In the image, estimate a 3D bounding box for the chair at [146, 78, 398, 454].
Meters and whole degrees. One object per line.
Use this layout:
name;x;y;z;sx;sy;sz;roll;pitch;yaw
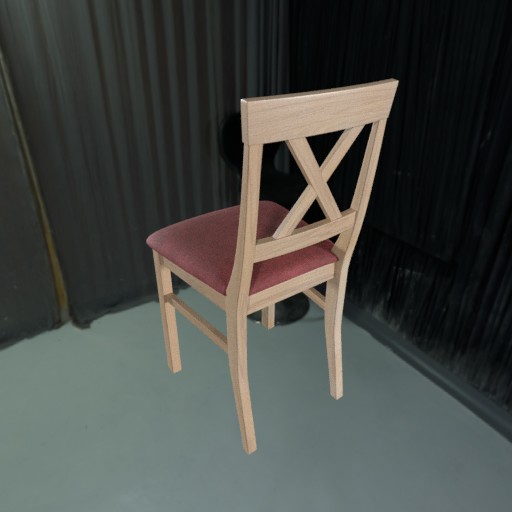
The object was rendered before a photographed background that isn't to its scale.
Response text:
chair;0.000;0.000;1.188;0.439;0.912;0.492;-20;35;-30
